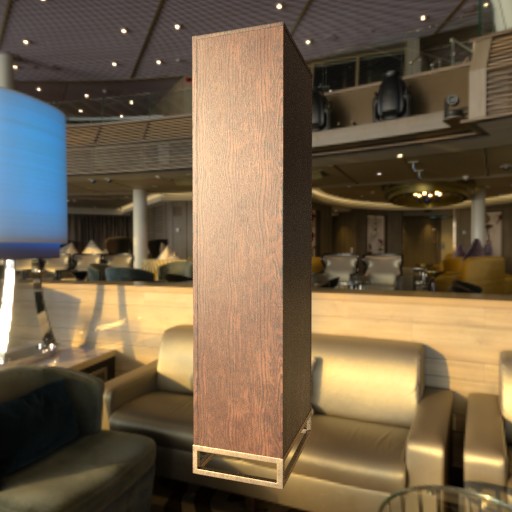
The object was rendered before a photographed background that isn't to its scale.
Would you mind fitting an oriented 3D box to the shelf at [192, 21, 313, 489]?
[{"bbox_3d":[0.000,0.000,1.955,0.395,1.732,0.539,0,1,19],"label":"shelf"}]
